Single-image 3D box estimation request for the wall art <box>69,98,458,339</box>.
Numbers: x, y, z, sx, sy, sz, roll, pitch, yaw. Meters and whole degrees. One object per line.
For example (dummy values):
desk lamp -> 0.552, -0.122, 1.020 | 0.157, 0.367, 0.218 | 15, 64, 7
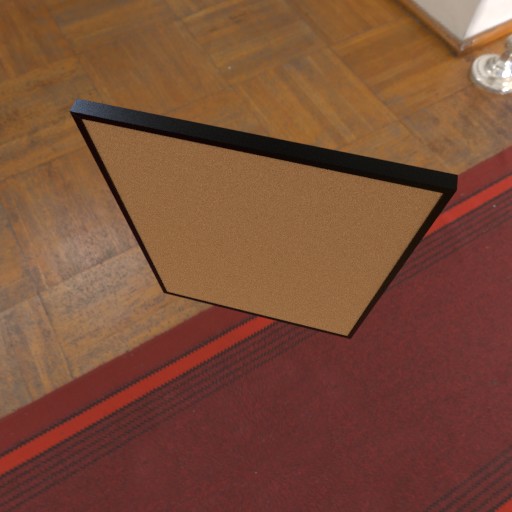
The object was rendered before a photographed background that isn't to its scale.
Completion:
wall art -> 0.000, 0.000, 1.377 | 0.805, 1.062, 0.040 | 13, 65, 6
